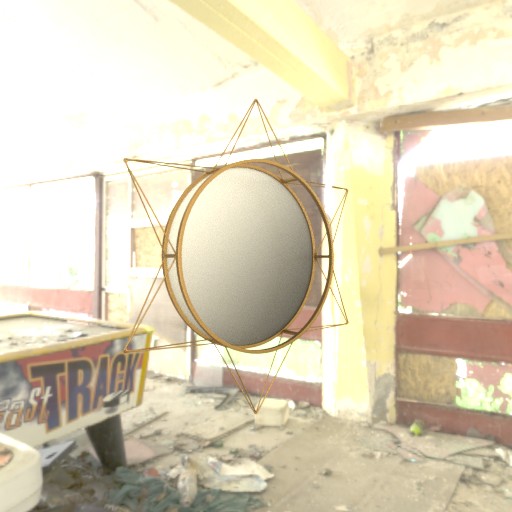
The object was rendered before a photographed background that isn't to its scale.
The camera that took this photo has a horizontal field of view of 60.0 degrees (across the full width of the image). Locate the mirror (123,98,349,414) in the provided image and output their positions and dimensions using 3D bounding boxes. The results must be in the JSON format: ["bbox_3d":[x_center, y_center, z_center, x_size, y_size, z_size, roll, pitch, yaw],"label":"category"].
[{"bbox_3d":[0.000,0.000,0.816,0.498,0.581,0.062,0,0,-36],"label":"mirror"}]
